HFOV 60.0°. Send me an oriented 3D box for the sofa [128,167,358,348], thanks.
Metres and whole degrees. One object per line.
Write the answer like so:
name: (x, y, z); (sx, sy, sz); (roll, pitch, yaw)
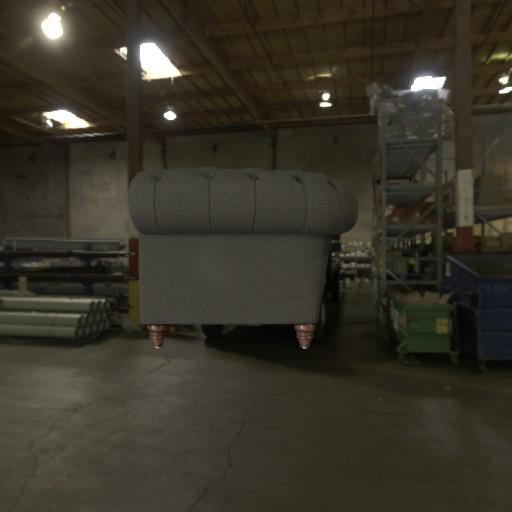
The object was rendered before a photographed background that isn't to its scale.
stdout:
sofa: (0.000, 0.000, 2.843); (0.991, 0.762, 2.362); (0, 1, 1)
